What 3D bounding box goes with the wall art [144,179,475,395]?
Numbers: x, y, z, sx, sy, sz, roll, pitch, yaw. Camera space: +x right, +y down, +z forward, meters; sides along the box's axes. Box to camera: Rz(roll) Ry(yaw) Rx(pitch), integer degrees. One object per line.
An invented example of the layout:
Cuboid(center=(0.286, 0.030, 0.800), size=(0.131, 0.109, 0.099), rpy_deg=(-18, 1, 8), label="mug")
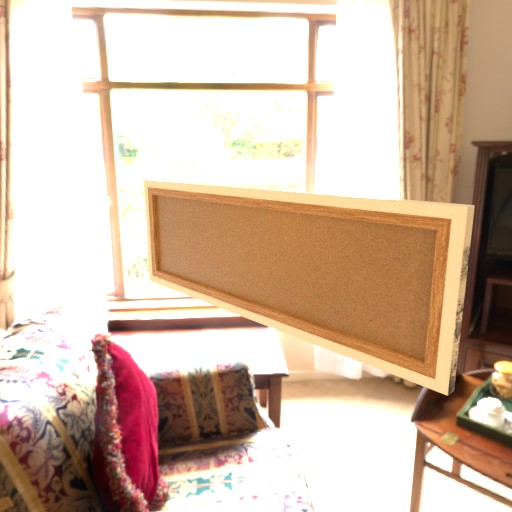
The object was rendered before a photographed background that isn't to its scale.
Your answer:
Cuboid(center=(0.000, 0.000, 1.674), size=(0.044, 0.507, 1.520), rpy_deg=(-12, 18, -43), label="wall art")
